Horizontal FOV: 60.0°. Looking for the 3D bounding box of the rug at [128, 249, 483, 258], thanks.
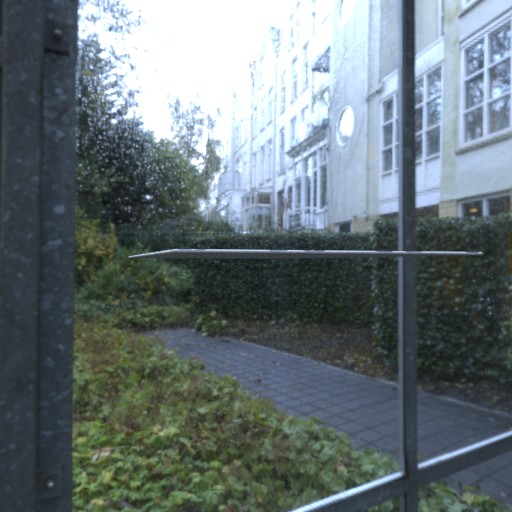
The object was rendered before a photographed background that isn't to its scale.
[{"bbox_3d":[0.000,0.000,3.024,1.521,0.017,2.365,0,-1,-20],"label":"rug"}]
